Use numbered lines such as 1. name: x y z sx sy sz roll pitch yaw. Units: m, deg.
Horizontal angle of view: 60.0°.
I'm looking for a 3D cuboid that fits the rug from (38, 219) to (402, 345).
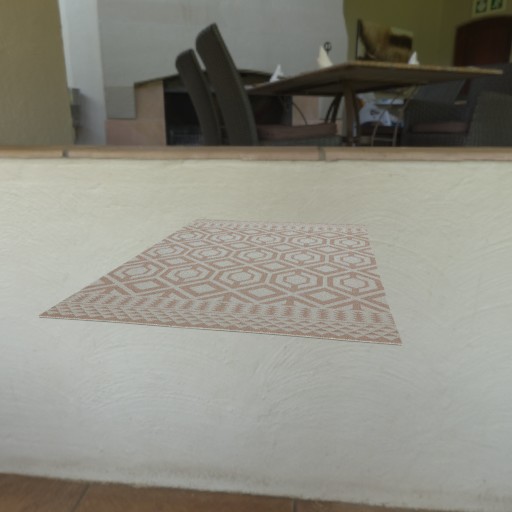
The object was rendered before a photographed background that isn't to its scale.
1. rug: 0.000 0.000 2.307 1.219 0.008 1.829 3 16 10
